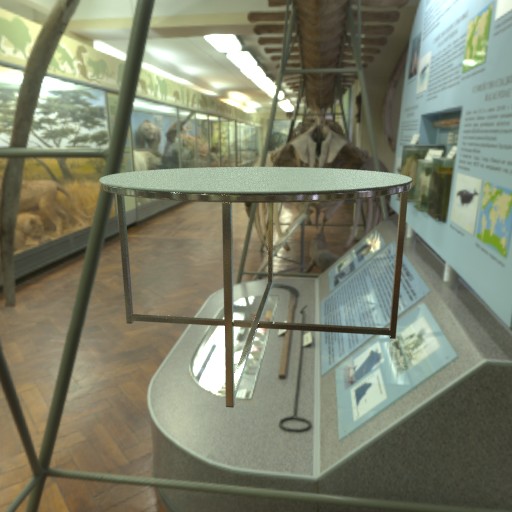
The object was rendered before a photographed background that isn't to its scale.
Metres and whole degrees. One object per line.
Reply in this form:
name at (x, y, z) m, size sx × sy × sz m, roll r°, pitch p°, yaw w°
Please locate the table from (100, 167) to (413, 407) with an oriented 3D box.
table at (0.000, 0.000, 1.253) m, size 0.800 × 0.450 × 0.800 m, roll 0°, pitch 15°, yaw 0°
